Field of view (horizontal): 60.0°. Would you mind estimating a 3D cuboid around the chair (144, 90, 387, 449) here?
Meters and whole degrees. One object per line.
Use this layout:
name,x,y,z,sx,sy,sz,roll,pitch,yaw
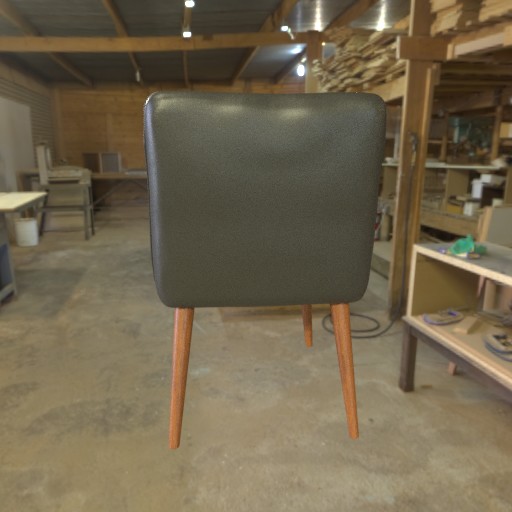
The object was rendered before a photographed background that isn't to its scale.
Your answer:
chair,0.000,0.000,1.233,0.543,0.801,0.645,-2,14,-9
